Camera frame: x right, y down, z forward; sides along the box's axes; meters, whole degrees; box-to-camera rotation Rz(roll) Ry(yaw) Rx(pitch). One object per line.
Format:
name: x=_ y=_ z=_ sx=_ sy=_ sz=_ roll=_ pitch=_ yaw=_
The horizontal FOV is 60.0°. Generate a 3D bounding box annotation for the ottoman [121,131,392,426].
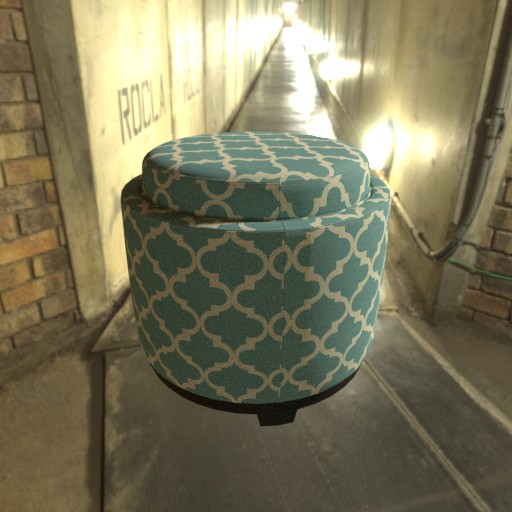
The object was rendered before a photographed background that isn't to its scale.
ottoman: x=0.000 y=0.000 z=0.860 sx=0.480 sy=0.429 sz=0.480 roll=0 pitch=25 yaw=0
